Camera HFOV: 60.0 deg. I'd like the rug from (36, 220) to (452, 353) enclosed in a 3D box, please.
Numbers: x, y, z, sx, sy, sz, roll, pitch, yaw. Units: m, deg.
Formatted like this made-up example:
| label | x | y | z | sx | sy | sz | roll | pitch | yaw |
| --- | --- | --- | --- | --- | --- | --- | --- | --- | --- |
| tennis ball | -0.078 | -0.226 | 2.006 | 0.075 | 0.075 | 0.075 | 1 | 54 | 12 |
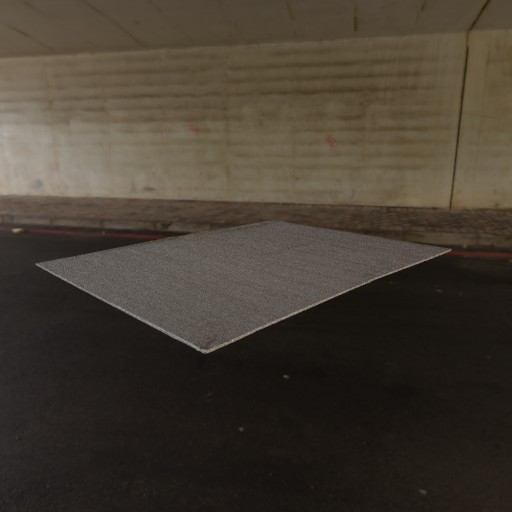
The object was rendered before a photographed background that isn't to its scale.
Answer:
| label | x | y | z | sx | sy | sz | roll | pitch | yaw |
| --- | --- | --- | --- | --- | --- | --- | --- | --- | --- |
| rug | 0.000 | 0.000 | 5.006 | 3.778 | 0.053 | 2.873 | -14 | 20 | -43 |
